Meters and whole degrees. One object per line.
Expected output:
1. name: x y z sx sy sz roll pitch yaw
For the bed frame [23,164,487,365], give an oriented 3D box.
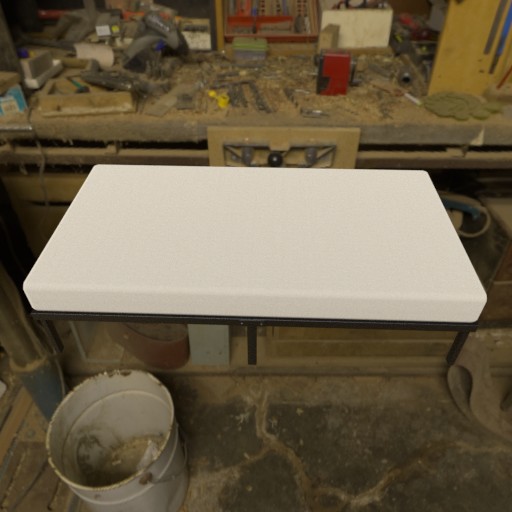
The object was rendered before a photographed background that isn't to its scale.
1. bed frame: 0.000 0.000 3.183 2.635 0.680 1.393 1 42 2
